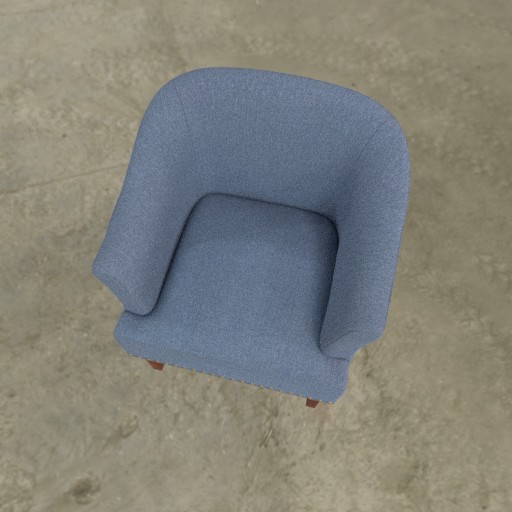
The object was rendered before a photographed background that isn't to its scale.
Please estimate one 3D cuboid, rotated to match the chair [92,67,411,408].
[{"bbox_3d":[0.000,0.000,1.383,0.772,0.815,0.704,12,60,7],"label":"chair"}]
